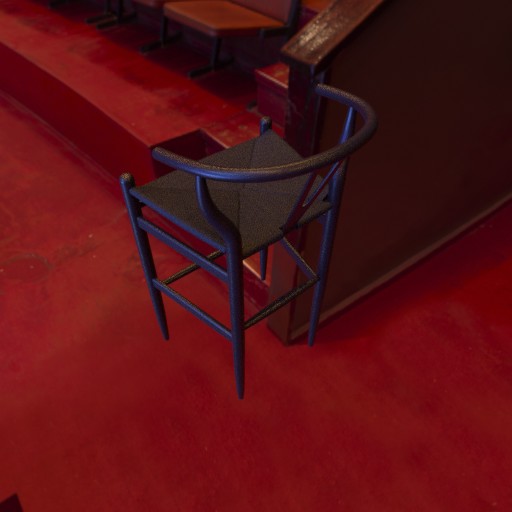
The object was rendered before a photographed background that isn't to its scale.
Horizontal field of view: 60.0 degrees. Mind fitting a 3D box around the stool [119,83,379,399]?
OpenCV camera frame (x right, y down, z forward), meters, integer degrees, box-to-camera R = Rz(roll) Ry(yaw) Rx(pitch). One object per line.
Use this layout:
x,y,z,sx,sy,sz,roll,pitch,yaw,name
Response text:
0.000,0.000,1.445,0.569,1.072,0.579,-30,53,-26,stool
